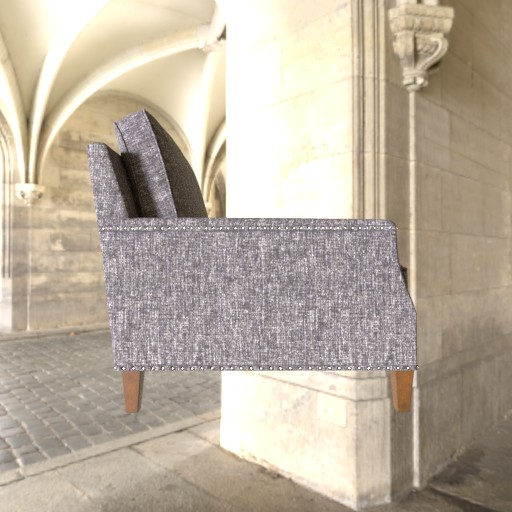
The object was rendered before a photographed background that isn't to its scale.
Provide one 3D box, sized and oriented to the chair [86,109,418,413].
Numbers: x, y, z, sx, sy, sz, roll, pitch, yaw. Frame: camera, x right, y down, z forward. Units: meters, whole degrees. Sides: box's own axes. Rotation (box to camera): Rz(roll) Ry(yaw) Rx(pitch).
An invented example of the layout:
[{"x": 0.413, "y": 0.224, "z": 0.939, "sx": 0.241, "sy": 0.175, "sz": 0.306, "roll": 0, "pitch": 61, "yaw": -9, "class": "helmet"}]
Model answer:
[{"x": 0.000, "y": 0.000, "z": 1.729, "sx": 1.014, "sy": 0.943, "sz": 0.853, "roll": 0, "pitch": -1, "yaw": 0, "class": "chair"}]
